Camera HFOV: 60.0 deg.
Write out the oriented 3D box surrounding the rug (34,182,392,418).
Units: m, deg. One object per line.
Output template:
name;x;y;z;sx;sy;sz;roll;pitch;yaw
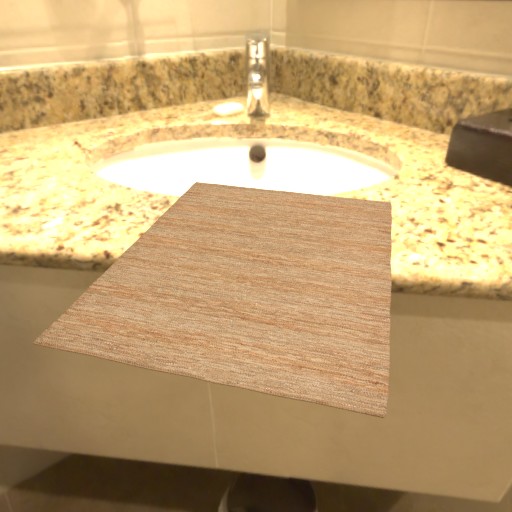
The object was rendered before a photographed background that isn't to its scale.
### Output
rug;0.000;0.000;3.902;2.313;0.009;2.939;8;33;13
